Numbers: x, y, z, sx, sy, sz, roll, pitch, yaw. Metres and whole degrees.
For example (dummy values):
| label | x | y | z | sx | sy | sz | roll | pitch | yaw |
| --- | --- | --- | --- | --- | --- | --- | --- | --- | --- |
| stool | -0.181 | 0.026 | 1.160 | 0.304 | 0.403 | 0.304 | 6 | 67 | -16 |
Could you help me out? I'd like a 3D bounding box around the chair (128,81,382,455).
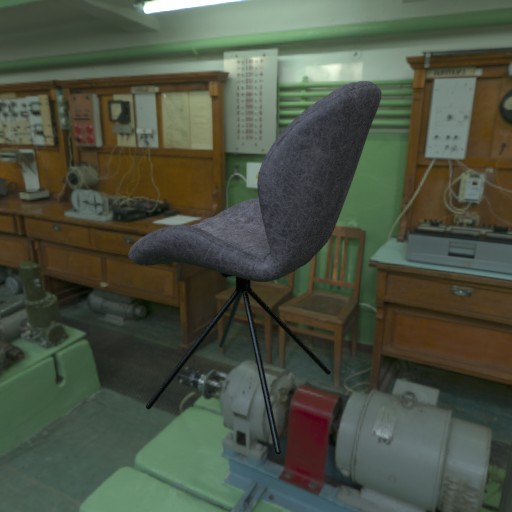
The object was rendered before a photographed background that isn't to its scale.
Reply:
| label | x | y | z | sx | sy | sz | roll | pitch | yaw |
| --- | --- | --- | --- | --- | --- | --- | --- | --- | --- |
| chair | 0.000 | 0.000 | 1.298 | 0.640 | 0.934 | 0.527 | 8 | 19 | 25 |
